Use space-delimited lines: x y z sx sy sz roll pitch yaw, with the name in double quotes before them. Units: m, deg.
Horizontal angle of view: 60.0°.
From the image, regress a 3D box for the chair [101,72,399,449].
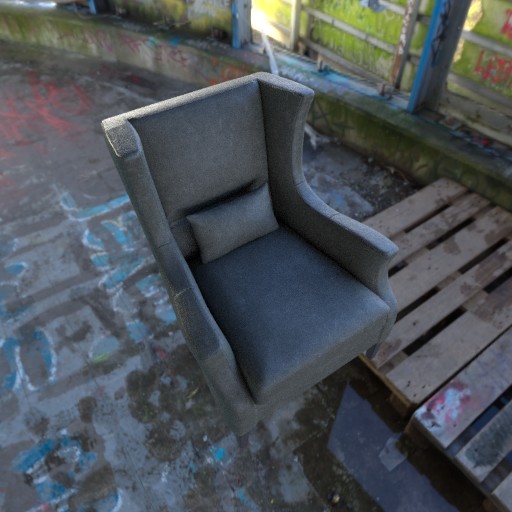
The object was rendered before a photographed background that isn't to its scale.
"chair" 0.000 0.000 1.736 0.853 1.016 0.926 -26 53 -22
